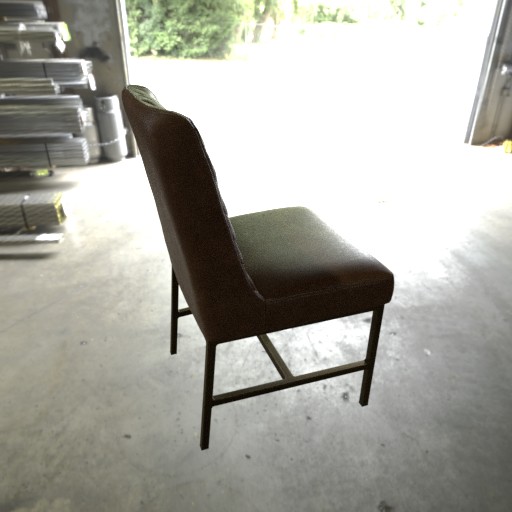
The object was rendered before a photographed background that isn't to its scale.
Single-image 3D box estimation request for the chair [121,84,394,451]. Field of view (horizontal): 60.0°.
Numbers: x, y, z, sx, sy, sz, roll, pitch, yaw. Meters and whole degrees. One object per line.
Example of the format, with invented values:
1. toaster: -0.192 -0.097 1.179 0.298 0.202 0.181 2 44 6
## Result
1. chair: 0.000 0.000 1.239 0.587 0.889 0.508 -10 30 -18
